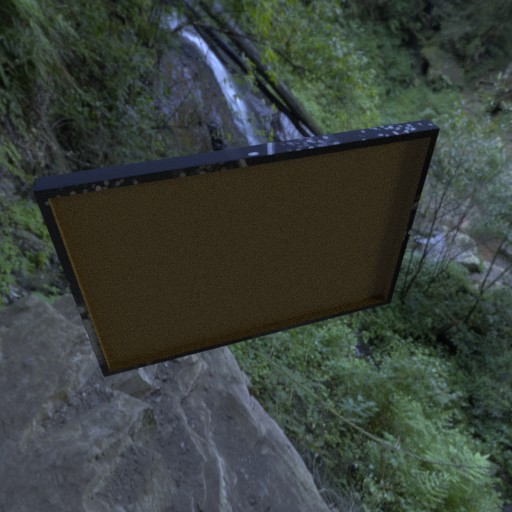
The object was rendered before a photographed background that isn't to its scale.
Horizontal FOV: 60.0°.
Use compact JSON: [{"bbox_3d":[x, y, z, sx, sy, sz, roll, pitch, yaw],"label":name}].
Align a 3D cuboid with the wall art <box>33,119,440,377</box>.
[{"bbox_3d":[0.000,0.000,0.780,0.609,0.406,0.037,-12,42,-14],"label":"wall art"}]
